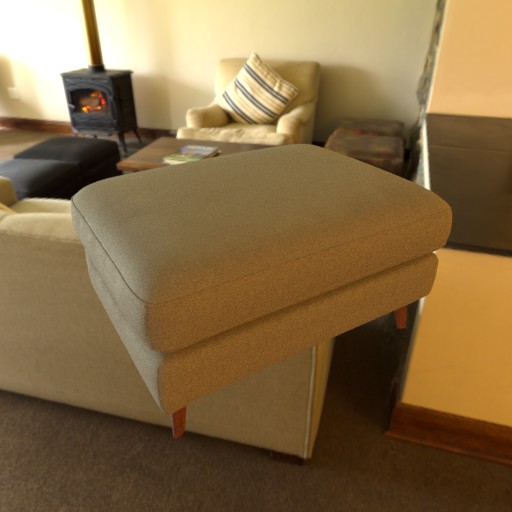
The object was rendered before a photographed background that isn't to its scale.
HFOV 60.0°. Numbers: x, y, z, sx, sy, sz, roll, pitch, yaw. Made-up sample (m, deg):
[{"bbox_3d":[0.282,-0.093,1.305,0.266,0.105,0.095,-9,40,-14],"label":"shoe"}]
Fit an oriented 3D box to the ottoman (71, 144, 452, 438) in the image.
[{"bbox_3d":[0.000,0.000,1.183,0.811,0.449,0.608,-17,34,-27],"label":"ottoman"}]
